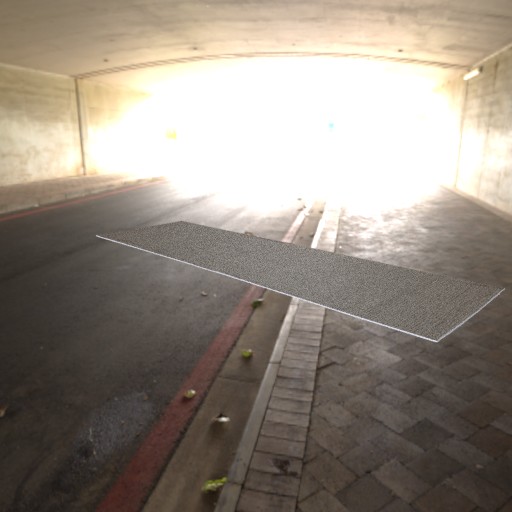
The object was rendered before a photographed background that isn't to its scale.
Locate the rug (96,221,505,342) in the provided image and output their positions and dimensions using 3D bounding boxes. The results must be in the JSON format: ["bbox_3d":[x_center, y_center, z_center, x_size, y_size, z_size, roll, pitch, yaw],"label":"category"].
[{"bbox_3d":[0.000,0.000,2.520,2.390,0.014,0.741,14,20,42],"label":"rug"}]
